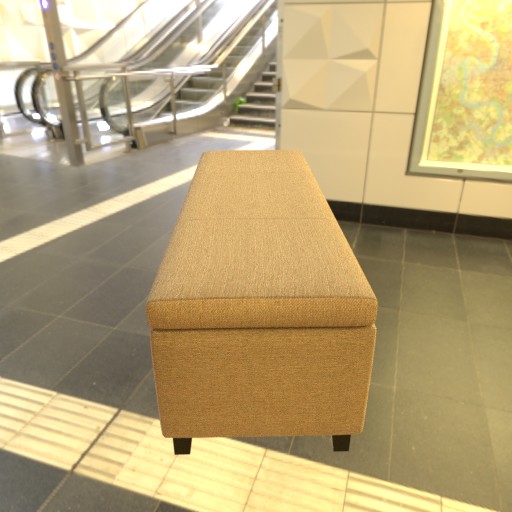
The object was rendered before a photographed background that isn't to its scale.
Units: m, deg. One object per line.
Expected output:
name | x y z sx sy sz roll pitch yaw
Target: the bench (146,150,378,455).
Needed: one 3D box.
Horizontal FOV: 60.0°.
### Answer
bench | 0.000 0.000 1.464 0.446 0.438 1.269 -1 26 -1
